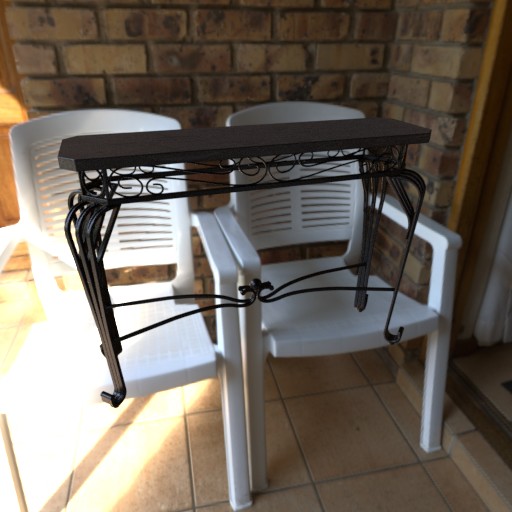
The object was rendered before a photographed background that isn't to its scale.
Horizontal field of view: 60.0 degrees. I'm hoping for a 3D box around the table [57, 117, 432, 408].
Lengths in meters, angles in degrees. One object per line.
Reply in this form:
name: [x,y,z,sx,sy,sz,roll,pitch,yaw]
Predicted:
table: [0.000,0.000,1.482,1.112,0.800,0.329,-8,28,-16]
